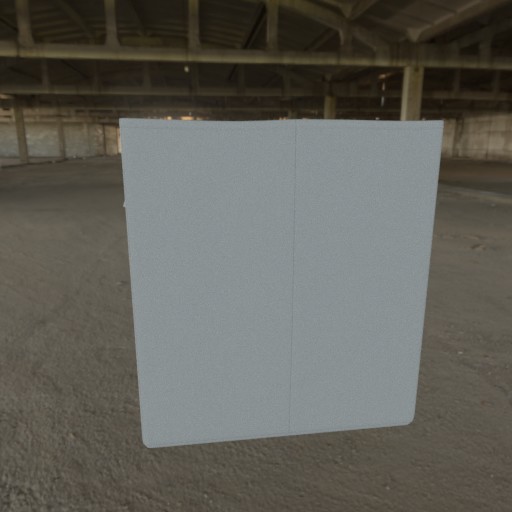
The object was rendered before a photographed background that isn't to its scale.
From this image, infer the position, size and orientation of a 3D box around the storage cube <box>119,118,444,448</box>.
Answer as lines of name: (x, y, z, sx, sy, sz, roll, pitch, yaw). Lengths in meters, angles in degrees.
storage cube: (0.000, 0.000, 0.495, 0.270, 0.280, 0.270, -2, 15, -8)
